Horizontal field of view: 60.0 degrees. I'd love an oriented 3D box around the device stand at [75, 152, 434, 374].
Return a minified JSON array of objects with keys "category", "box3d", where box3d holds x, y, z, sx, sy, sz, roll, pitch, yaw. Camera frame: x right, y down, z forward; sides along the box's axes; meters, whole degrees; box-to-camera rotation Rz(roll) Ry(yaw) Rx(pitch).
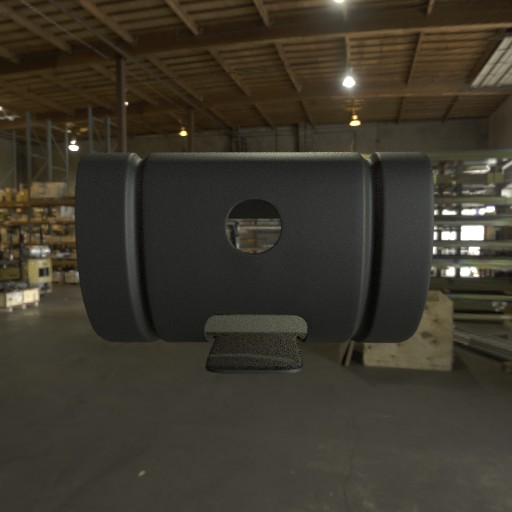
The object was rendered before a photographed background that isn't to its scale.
[{"category":"device stand","box3d":[0.000,0.000,0.408,0.256,0.155,0.236,0,2,1]}]
